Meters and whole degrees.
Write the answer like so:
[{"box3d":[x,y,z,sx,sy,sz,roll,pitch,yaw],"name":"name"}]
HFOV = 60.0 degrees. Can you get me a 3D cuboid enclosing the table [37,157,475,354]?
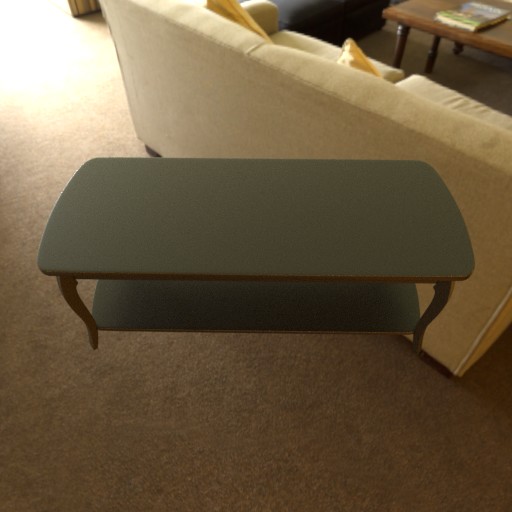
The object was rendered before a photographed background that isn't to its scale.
[{"box3d":[0.000,0.000,1.618,1.333,0.457,0.571,1,47,1],"name":"table"}]
